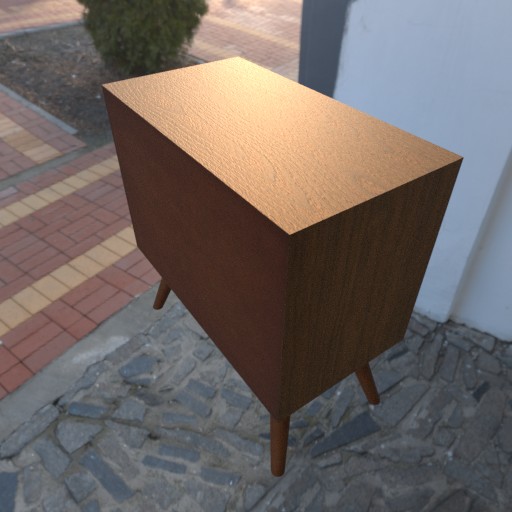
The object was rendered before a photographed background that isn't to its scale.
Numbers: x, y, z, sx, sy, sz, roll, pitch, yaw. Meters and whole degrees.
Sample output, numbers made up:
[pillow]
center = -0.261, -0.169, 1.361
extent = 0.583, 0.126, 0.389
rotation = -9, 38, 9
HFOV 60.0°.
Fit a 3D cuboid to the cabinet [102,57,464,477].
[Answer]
[cabinet]
center = 0.000, 0.000, 1.142
extent = 0.388, 0.748, 0.712
rotation = -24, 46, -26
